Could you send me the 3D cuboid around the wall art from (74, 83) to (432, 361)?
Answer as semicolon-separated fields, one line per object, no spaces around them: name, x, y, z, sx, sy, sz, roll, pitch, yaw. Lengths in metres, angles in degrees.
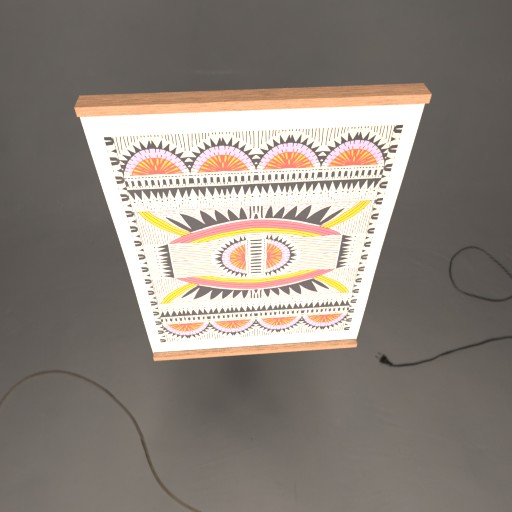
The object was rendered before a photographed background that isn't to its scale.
wall art;0.000;0.000;0.693;0.403;0.527;0.028;-3;46;-3
